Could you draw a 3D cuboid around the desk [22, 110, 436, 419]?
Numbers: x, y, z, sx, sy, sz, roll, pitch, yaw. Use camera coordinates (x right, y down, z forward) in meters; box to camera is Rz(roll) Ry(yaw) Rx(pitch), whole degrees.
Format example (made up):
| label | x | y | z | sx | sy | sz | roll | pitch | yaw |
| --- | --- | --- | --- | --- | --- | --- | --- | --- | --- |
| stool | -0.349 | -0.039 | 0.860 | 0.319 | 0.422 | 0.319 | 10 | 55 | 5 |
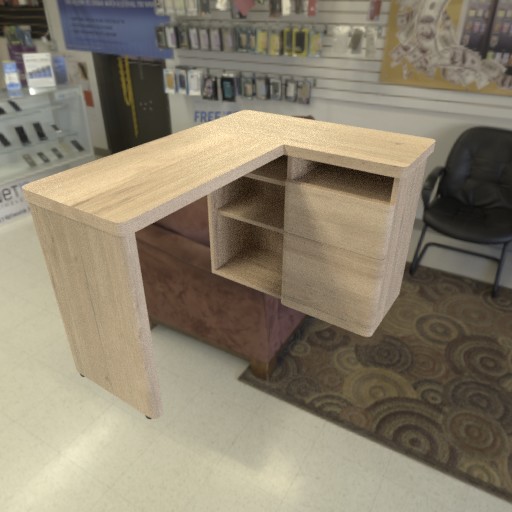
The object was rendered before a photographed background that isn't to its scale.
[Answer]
| label | x | y | z | sx | sy | sz | roll | pitch | yaw |
| --- | --- | --- | --- | --- | --- | --- | --- | --- | --- |
| desk | 0.000 | 0.000 | 1.699 | 0.900 | 0.760 | 1.169 | 19 | 36 | 28 |
